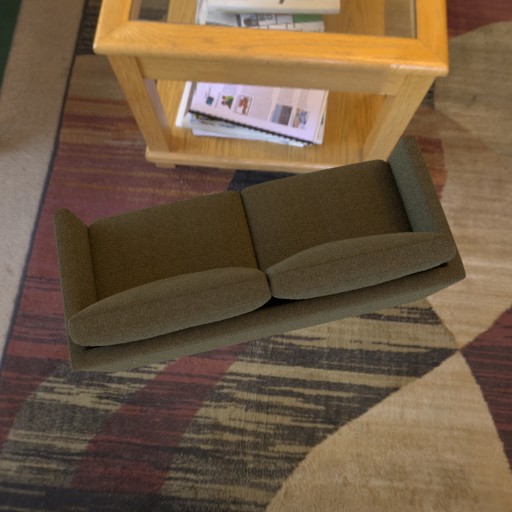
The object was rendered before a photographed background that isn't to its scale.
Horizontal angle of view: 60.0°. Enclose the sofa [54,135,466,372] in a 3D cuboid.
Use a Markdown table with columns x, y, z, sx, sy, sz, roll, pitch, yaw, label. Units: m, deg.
| x | y | z | sx | sy | sz | roll | pitch | yaw | label |
| --- | --- | --- | --- | --- | --- | --- | --- | --- | --- |
| 0.000 | 0.000 | 2.748 | 2.208 | 0.965 | 0.948 | -13 | 75 | -3 | sofa |
